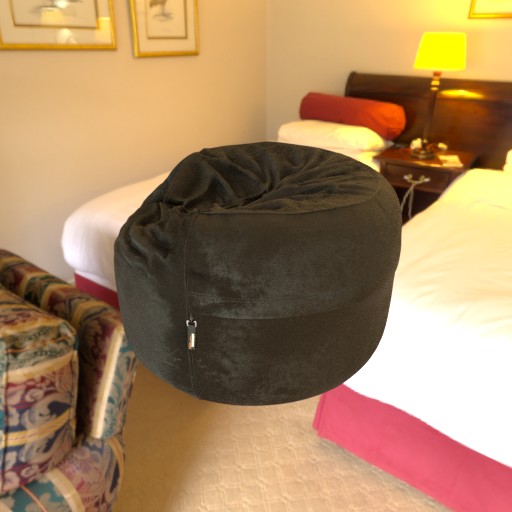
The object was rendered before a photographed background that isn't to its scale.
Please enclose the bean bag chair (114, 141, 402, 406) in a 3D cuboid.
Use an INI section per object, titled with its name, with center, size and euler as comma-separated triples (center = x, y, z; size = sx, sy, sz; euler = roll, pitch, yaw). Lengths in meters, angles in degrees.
[bean bag chair]
center = 0.000, 0.000, 1.489
size = 0.918, 0.605, 0.918
euler = 0, 27, 0
